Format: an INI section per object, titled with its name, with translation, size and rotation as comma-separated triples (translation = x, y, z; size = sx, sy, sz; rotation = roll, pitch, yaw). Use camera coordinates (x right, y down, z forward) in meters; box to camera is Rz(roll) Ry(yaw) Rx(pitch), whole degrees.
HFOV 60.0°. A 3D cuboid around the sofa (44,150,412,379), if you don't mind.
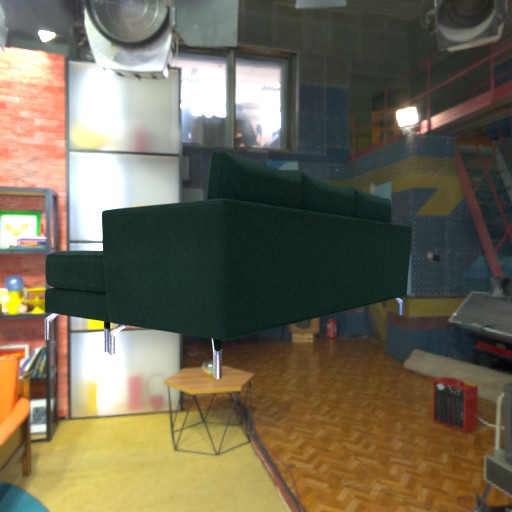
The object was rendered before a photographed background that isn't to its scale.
[sofa]
translation = 0.000, 0.000, 3.199
size = 1.489, 1.007, 2.441
rotation = 0, 1, 36
